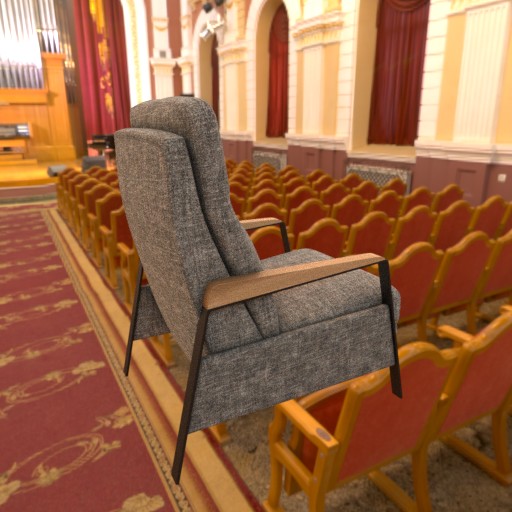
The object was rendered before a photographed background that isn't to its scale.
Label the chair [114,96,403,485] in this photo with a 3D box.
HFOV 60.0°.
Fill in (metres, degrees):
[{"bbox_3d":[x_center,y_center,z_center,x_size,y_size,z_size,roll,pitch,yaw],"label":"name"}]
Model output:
[{"bbox_3d":[0.000,0.000,1.570,0.868,1.042,0.671,-9,19,-27],"label":"chair"}]
